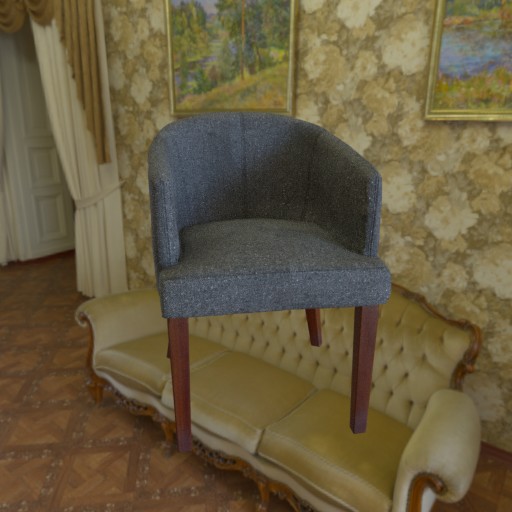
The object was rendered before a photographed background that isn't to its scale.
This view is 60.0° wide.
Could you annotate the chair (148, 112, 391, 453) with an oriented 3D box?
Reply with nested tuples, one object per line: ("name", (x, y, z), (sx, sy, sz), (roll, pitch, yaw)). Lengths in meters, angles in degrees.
("chair", (0.000, 0.000, 1.285), (0.583, 0.811, 0.655), (-3, 17, -9))
